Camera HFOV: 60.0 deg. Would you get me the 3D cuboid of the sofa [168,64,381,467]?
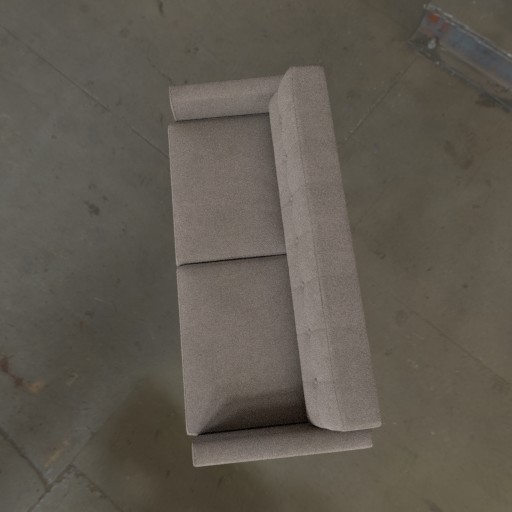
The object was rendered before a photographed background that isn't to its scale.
[{"bbox_3d":[0.000,0.000,2.450,0.909,0.841,2.029,-6,76,-1],"label":"sofa"}]
